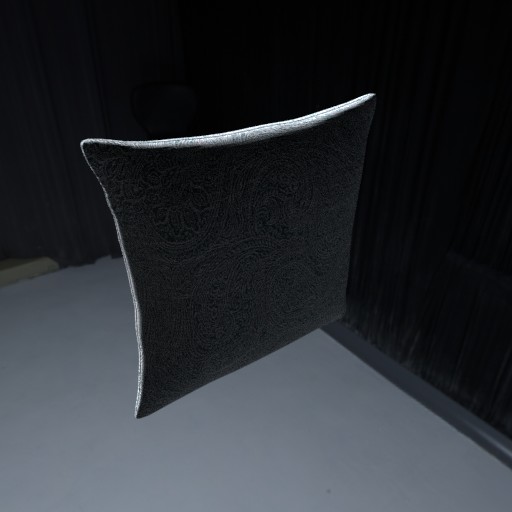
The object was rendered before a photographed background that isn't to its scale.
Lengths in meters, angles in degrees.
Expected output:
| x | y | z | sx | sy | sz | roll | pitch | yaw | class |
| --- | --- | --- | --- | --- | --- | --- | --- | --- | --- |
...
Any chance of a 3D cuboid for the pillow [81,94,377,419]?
| x | y | z | sx | sy | sz | roll | pitch | yaw | class |
| --- | --- | --- | --- | --- | --- | --- | --- | --- | --- |
| 0.000 | 0.000 | 0.797 | 0.526 | 0.507 | 0.166 | -20 | 36 | -30 | pillow |
